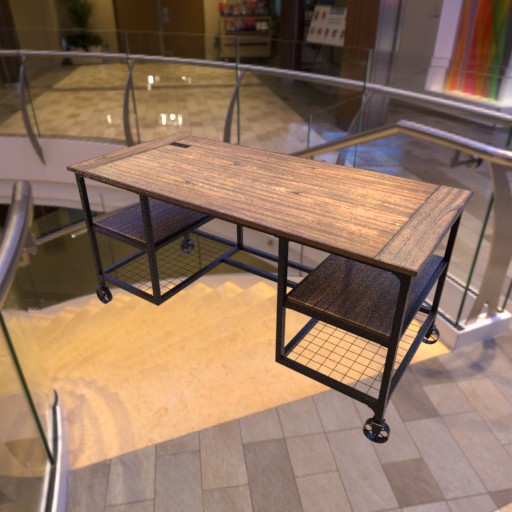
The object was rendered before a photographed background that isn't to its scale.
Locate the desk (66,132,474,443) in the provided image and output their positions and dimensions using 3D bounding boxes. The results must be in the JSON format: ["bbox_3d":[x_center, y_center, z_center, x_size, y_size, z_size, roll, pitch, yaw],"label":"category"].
[{"bbox_3d":[0.000,0.000,2.029,1.590,0.751,0.711,19,35,29],"label":"desk"}]
